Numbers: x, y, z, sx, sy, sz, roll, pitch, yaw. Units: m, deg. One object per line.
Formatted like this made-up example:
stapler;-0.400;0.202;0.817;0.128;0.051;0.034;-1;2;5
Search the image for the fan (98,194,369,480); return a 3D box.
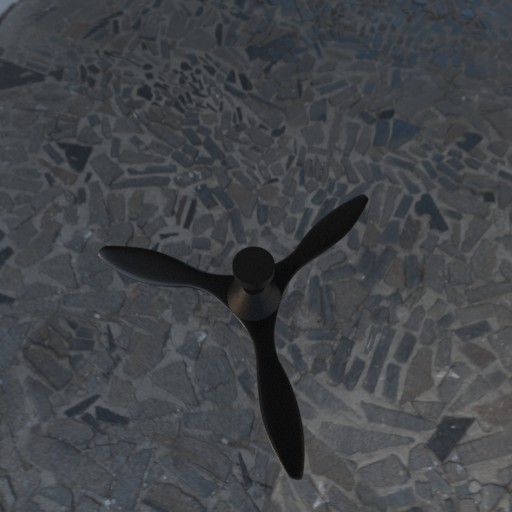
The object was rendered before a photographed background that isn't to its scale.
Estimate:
fan;0.000;0.000;1.623;1.067;0.305;1.067;32;67;16
